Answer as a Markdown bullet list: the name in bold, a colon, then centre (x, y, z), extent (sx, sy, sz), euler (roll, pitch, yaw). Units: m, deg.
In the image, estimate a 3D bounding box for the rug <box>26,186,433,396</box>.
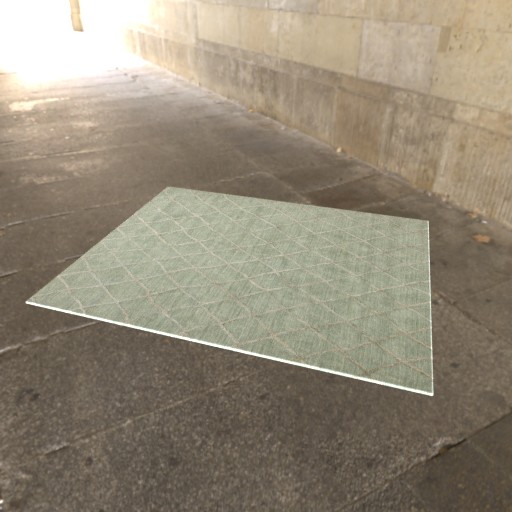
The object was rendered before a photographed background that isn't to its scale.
- **rug**: centre (0.000, 0.000, 4.077), extent (3.039, 0.019, 2.420), euler (9, 33, 15)
